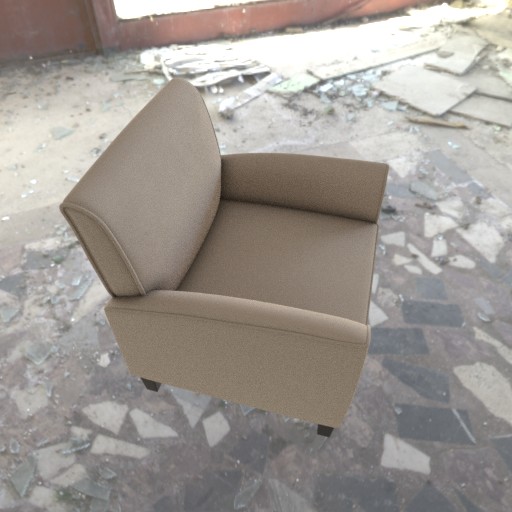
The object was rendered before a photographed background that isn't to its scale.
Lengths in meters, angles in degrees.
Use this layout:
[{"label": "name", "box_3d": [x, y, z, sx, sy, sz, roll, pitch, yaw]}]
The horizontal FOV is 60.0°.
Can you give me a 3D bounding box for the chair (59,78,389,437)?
[{"label": "chair", "box_3d": [0.000, 0.000, 1.565, 0.820, 0.915, 0.820, 11, 47, 10]}]
